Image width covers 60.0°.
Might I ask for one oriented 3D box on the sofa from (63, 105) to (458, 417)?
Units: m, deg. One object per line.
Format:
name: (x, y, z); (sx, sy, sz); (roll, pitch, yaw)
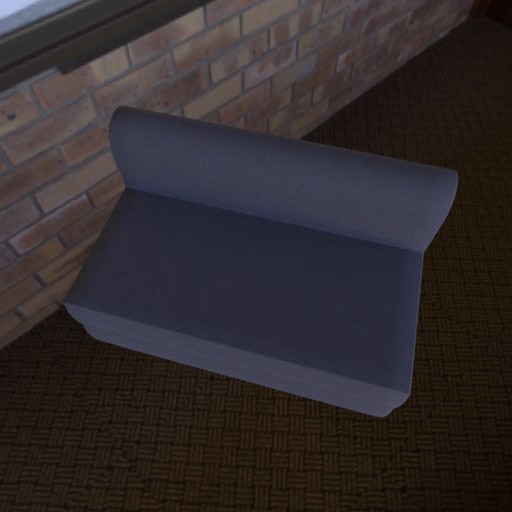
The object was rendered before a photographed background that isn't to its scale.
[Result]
sofa: (0.000, 0.000, 1.662); (1.219, 0.660, 0.762); (13, 60, 8)
